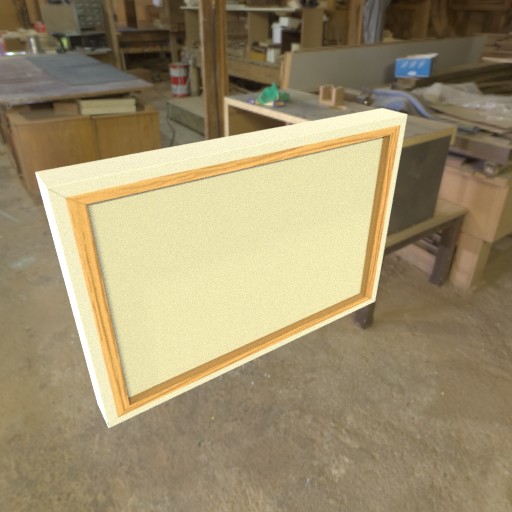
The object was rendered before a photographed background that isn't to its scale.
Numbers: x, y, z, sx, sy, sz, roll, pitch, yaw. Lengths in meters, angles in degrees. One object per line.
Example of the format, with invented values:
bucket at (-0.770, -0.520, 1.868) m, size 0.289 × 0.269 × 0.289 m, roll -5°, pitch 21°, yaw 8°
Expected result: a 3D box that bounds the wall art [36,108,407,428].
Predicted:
wall art at (0.000, 0.000, 0.483) m, size 0.381 × 0.259 × 0.038 m, roll -19°, pitch 36°, yaw -28°
